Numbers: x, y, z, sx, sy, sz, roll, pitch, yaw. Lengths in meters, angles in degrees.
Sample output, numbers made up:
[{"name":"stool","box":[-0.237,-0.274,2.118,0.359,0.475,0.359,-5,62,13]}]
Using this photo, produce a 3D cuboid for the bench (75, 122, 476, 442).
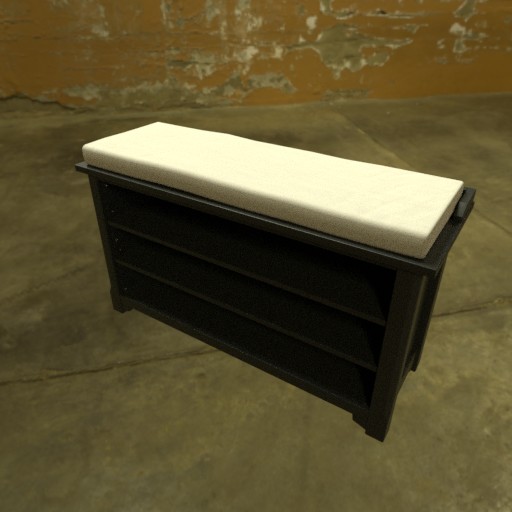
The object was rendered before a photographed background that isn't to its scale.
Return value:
[{"name":"bench","box":[0.000,0.000,1.233,0.973,0.561,0.345,19,36,28]}]
